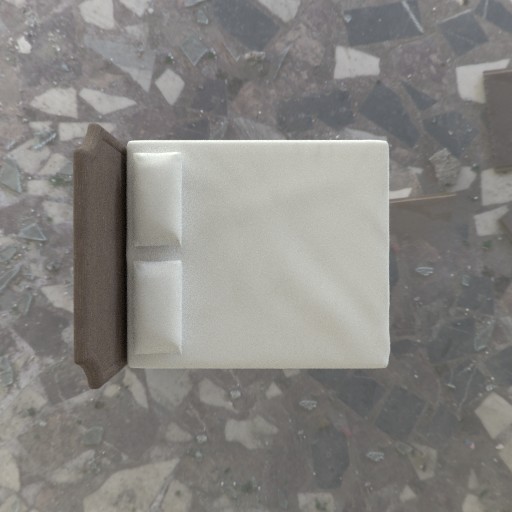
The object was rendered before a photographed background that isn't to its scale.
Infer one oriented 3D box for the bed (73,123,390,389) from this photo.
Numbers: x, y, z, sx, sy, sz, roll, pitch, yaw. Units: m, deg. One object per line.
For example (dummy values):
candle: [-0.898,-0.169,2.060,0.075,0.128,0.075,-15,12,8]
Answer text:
bed: [0.000,0.000,4.139,2.773,1.590,2.350,0,90,0]
